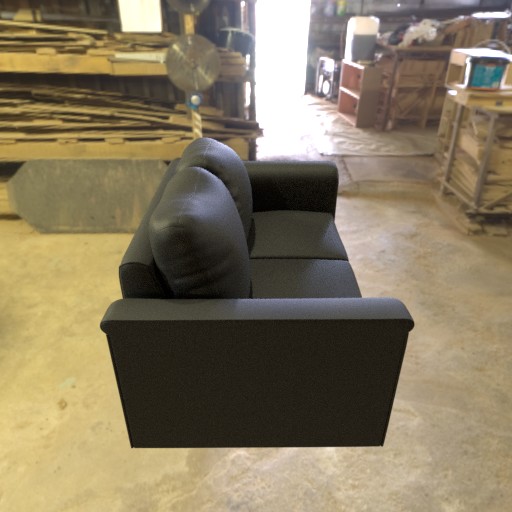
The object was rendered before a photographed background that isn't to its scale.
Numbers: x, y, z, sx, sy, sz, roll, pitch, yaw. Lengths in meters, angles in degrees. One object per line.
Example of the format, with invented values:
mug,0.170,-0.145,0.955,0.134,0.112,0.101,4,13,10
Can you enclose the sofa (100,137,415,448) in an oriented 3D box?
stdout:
sofa,0.000,0.000,1.922,0.887,0.845,1.386,0,30,0
